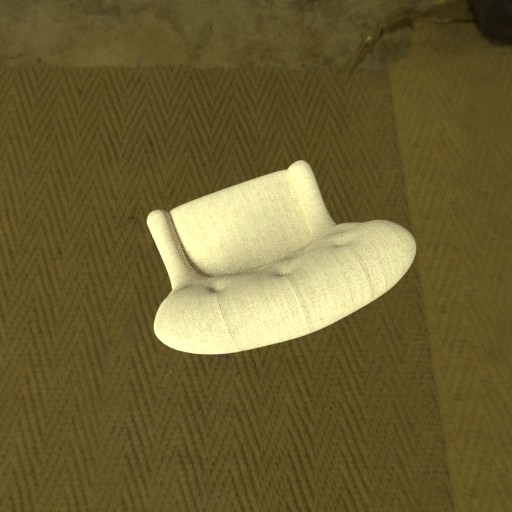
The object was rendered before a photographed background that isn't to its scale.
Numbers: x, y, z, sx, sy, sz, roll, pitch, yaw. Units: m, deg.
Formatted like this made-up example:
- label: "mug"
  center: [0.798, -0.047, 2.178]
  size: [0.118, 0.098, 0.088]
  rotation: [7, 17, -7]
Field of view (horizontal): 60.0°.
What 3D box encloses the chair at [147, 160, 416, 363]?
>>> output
- label: "chair"
  center: [0.000, 0.000, 1.473]
  size: [0.634, 1.091, 0.629]
  rotation: [-20, 76, -5]
